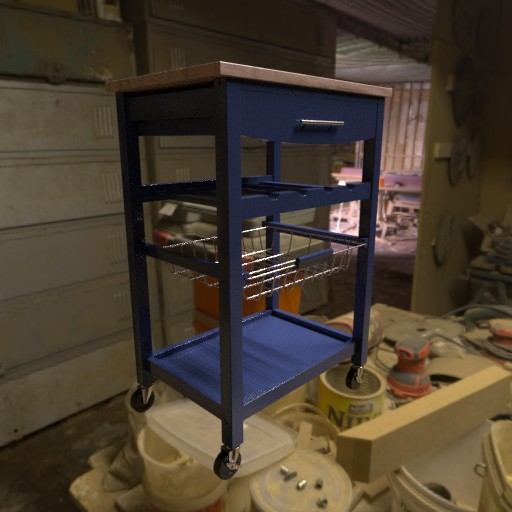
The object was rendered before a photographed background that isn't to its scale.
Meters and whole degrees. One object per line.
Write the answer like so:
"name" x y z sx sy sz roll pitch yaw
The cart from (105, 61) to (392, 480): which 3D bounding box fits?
"cart" 0.000 0.000 1.162 0.403 0.839 0.584 14 20 43
